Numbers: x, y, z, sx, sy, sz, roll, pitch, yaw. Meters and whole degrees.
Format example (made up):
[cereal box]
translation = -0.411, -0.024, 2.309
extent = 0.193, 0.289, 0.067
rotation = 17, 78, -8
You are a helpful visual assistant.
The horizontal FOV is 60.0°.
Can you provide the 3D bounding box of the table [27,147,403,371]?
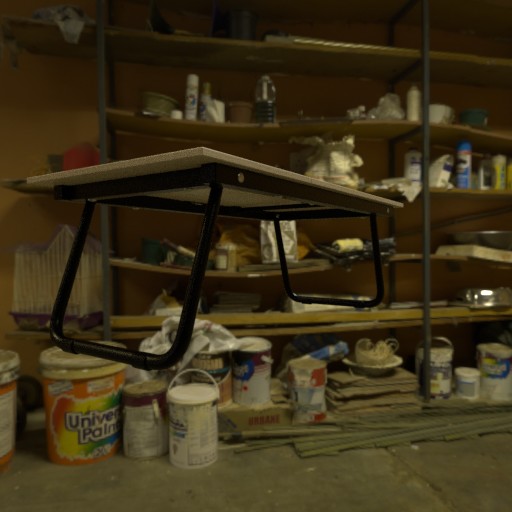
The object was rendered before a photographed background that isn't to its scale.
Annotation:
[table]
translation = 0.000, 0.000, 0.781
extent = 0.322, 0.242, 0.644
rotation = 1, 1, 35
